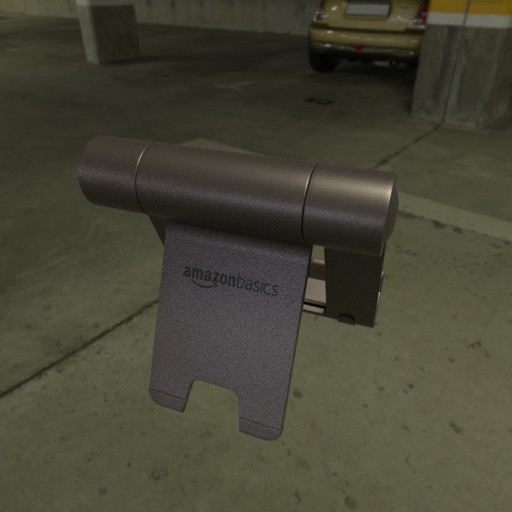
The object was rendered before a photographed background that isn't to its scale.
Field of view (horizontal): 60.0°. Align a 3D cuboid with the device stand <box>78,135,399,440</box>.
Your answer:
[{"bbox_3d":[0.000,0.000,0.154,0.088,0.084,0.079,11,33,18],"label":"device stand"}]
